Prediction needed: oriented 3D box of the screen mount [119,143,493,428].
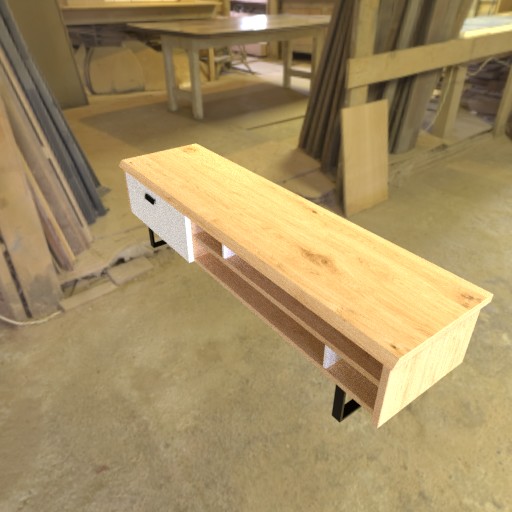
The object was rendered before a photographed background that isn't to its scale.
[{"bbox_3d":[0.000,0.000,1.862,0.450,0.430,1.700,-22,38,-30],"label":"screen mount"}]
